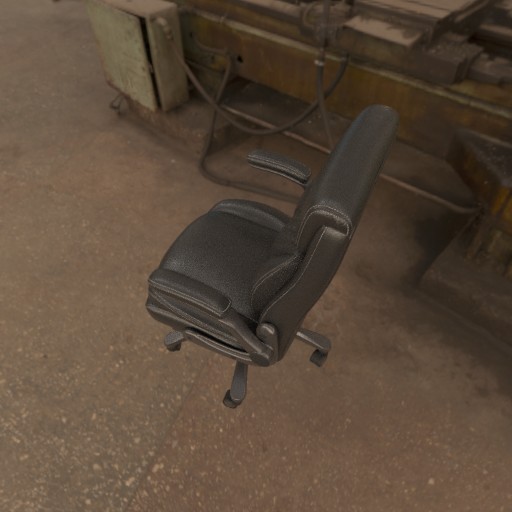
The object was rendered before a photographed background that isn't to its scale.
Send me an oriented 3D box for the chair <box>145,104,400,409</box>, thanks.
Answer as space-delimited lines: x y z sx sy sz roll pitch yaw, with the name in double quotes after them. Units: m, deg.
0.000 0.000 1.625 0.724 1.110 0.782 18 49 16 "chair"
